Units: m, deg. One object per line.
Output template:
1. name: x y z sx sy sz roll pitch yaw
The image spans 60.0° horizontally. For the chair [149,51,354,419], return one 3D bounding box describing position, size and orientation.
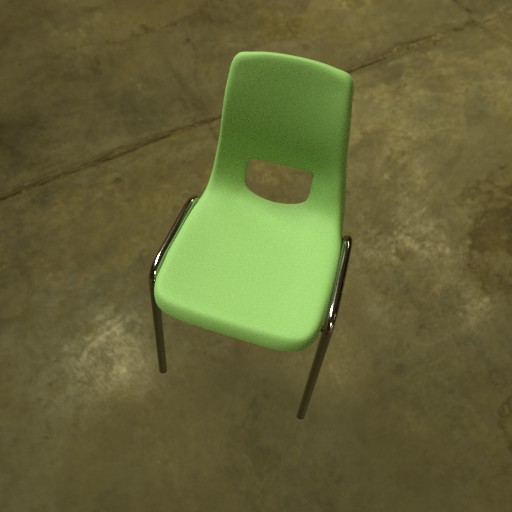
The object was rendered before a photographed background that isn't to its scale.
1. chair: 0.000 0.000 0.927 0.381 0.653 0.436 15 60 9
